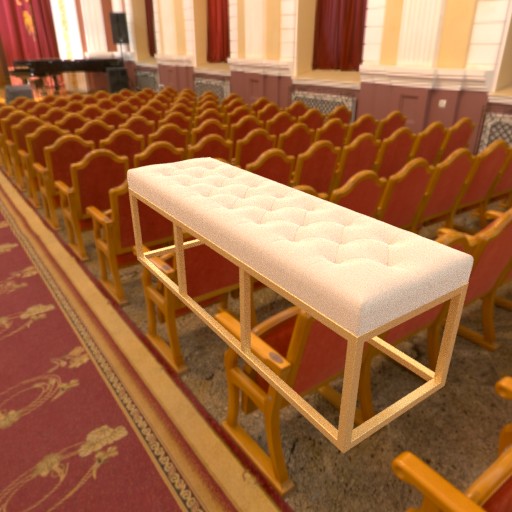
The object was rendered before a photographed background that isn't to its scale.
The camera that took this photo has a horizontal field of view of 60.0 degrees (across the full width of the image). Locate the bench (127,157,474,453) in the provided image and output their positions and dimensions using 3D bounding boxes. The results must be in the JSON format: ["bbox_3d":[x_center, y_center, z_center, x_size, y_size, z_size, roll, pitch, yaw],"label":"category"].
[{"bbox_3d":[0.000,0.000,1.750,0.457,0.484,1.473,-17,30,-31],"label":"bench"}]
